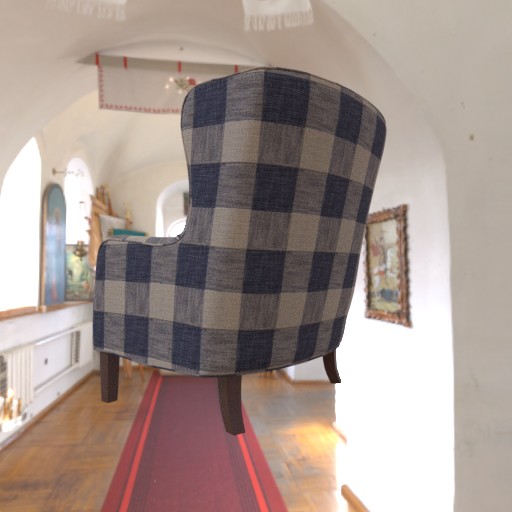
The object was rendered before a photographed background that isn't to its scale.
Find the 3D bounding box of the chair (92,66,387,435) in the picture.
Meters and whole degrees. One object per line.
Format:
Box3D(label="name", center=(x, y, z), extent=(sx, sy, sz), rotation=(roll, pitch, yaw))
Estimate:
Box3D(label="chair", center=(0.000, 0.000, 1.672), extent=(0.889, 1.041, 0.830), rotation=(-1, -1, 36))
